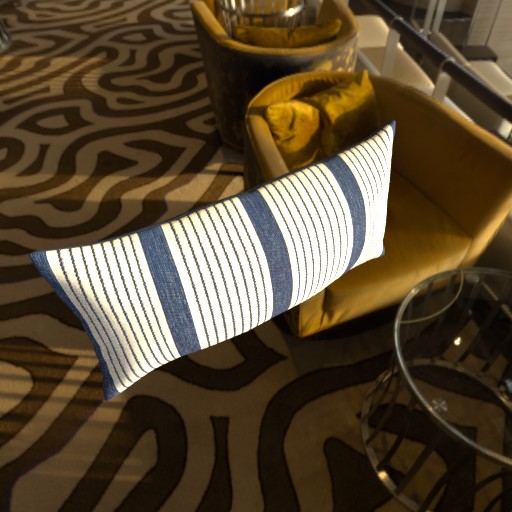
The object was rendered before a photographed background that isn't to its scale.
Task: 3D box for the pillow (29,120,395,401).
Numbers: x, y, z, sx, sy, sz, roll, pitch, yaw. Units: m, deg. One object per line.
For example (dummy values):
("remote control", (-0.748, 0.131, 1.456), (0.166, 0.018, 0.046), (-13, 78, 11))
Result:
("pillow", (0.000, 0.000, 0.732), (0.608, 0.292, 0.156), (-25, 51, -22))
